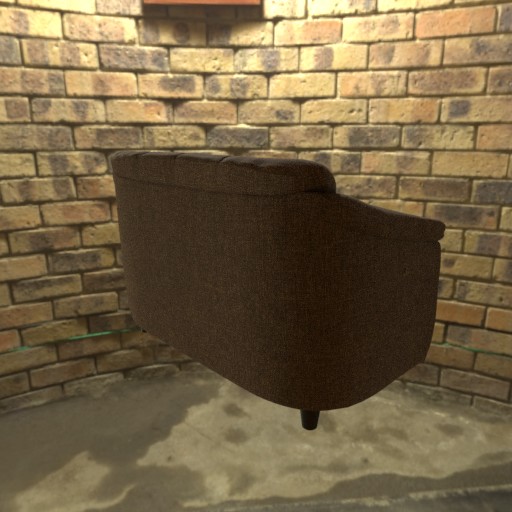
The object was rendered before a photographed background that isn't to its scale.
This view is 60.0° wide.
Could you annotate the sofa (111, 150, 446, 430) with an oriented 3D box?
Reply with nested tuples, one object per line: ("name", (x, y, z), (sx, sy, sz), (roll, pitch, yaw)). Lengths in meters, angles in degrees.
("sofa", (0.000, 0.000, 1.925), (0.799, 0.895, 1.404), (-14, 21, -42))
